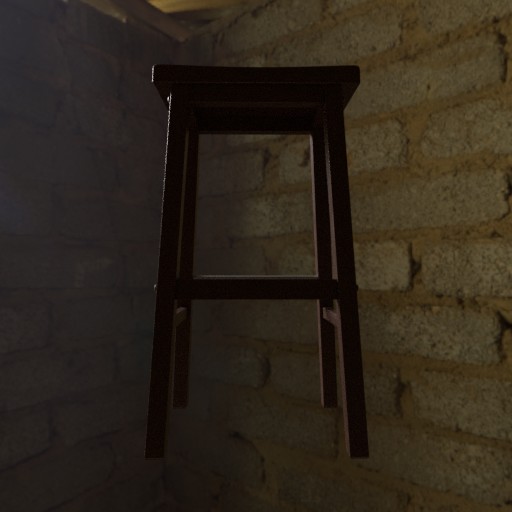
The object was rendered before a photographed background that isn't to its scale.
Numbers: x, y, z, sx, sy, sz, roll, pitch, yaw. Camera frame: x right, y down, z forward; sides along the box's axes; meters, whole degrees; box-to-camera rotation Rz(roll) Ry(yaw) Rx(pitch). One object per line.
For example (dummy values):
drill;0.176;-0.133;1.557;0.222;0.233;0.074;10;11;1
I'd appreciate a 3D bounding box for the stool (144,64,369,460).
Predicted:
stool;0.000;0.000;0.969;0.406;0.742;0.322;0;-1;-1
